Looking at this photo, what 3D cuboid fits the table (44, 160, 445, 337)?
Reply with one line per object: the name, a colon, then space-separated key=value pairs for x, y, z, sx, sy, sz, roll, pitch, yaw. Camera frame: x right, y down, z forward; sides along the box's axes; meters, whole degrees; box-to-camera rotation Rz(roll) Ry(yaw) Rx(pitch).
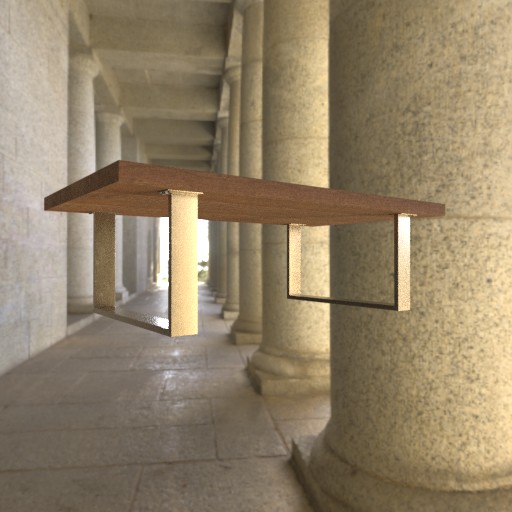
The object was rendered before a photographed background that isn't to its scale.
table: x=0.000 y=0.000 z=1.771 sx=1.400 sy=0.440 sz=0.800 roll=0 pitch=0 yaw=-37
